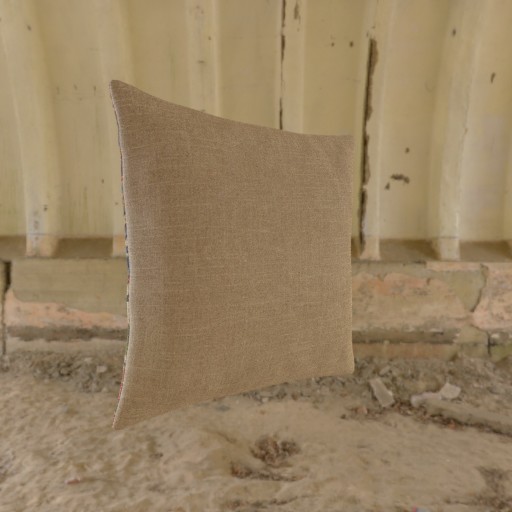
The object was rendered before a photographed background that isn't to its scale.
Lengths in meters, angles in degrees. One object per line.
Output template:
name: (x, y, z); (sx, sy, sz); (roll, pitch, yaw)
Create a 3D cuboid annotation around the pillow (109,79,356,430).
pillow: (0.000, 0.000, 0.790); (0.523, 0.506, 0.166); (0, 1, -36)
